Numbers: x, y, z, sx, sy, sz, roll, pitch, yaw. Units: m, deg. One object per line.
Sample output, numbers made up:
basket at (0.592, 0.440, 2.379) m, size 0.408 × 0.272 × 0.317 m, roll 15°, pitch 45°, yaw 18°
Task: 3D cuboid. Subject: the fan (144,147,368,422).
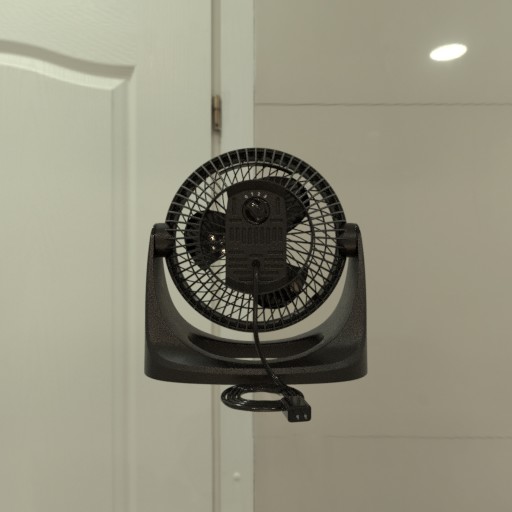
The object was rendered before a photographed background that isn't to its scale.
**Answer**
fan at (0.000, 0.000, 0.488) m, size 0.273 × 0.277 × 0.256 m, roll 0°, pitch 0°, yaw 0°
